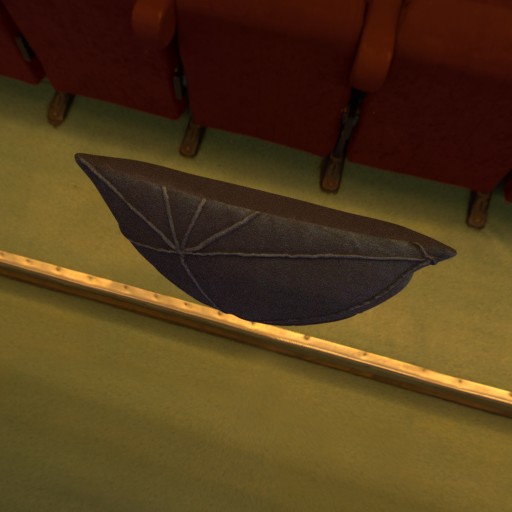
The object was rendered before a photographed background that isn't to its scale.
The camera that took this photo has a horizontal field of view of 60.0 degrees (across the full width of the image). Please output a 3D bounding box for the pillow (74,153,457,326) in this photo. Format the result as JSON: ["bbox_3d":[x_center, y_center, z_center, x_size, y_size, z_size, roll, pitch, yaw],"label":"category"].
[{"bbox_3d":[0.000,0.000,0.683,0.439,0.440,0.183,14,75,4],"label":"pillow"}]
